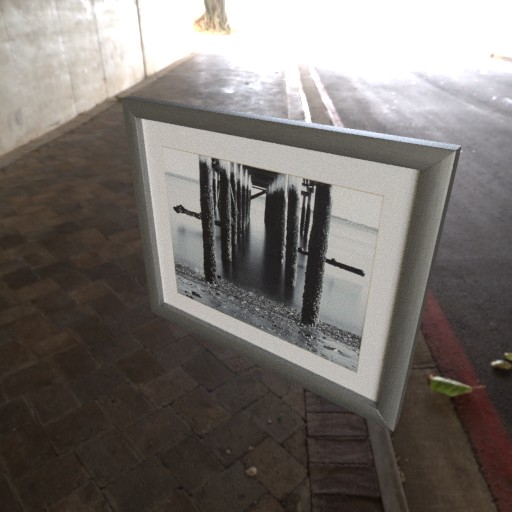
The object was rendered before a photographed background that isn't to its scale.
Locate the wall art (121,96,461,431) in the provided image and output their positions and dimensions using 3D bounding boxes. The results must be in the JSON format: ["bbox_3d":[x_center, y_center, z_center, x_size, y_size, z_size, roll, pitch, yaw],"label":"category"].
[{"bbox_3d":[0.000,0.000,0.747,0.556,0.457,0.028,19,35,30],"label":"wall art"}]
